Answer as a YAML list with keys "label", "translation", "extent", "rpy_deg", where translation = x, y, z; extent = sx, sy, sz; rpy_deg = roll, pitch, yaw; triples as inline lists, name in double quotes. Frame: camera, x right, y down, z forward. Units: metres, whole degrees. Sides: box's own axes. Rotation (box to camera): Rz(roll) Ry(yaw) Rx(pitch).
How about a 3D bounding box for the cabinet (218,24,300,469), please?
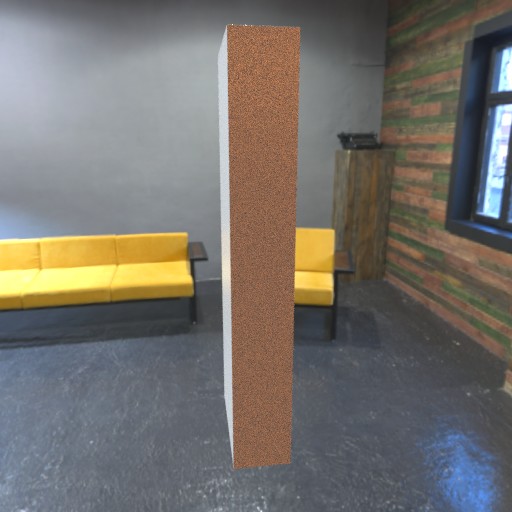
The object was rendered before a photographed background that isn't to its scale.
- label: "cabinet"
  translation: [0.000, 0.000, 1.850]
  extent: [0.255, 1.630, 0.520]
  rpy_deg: [-2, 14, -8]
